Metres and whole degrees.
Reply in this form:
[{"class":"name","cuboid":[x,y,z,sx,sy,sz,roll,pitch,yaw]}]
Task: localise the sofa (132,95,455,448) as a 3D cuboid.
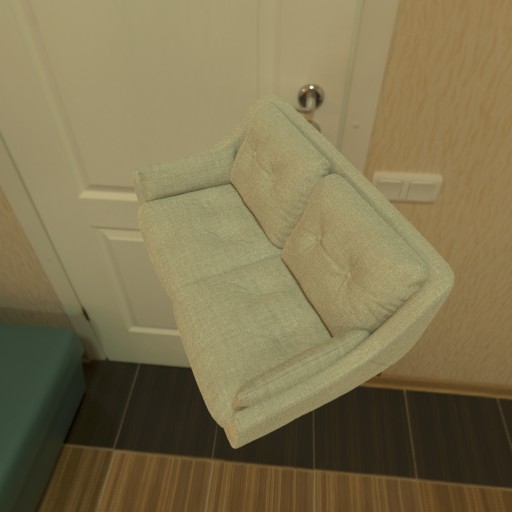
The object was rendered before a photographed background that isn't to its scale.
[{"class":"sofa","cuboid":[0.000,0.000,2.234,0.965,0.888,1.652,-18,49,-16]}]
